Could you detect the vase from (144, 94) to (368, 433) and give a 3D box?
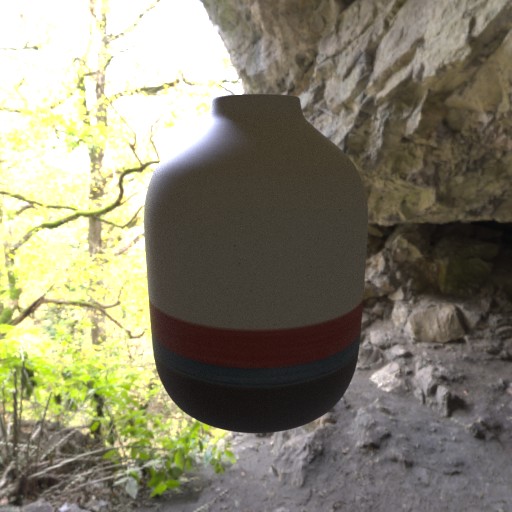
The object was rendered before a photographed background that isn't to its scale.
[{"bbox_3d":[0.000,0.000,0.351,0.169,0.237,0.169,0,15,0],"label":"vase"}]
